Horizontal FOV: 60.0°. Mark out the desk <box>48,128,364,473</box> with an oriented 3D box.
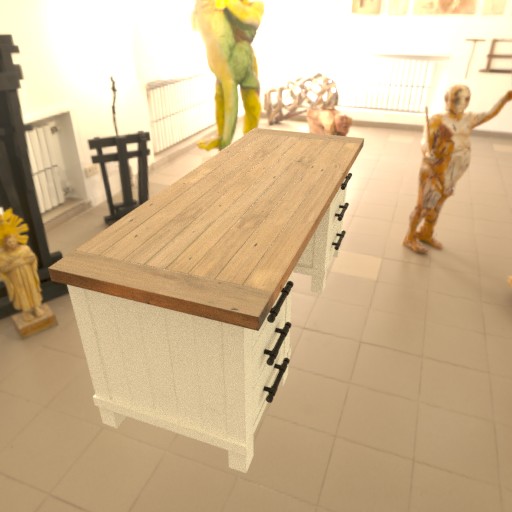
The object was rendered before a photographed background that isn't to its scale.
[{"bbox_3d":[0.000,0.000,2.176,0.688,0.760,1.803,11,32,18],"label":"desk"}]
